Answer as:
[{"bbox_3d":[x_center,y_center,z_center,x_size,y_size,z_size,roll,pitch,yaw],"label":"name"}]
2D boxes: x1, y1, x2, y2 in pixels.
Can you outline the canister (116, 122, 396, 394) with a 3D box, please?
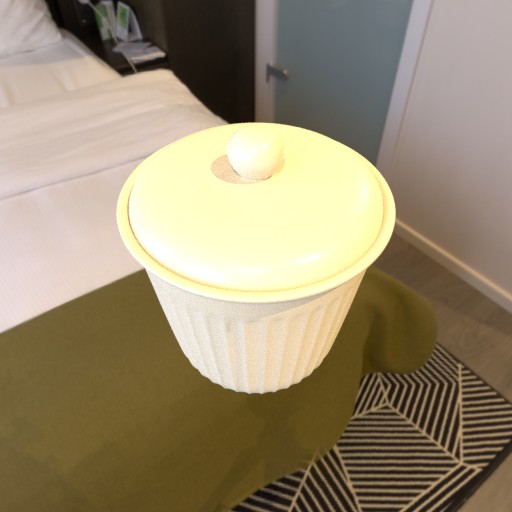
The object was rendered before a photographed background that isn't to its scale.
[{"bbox_3d":[0.000,0.000,0.335,0.181,0.211,0.181,0,45,0],"label":"canister"}]
